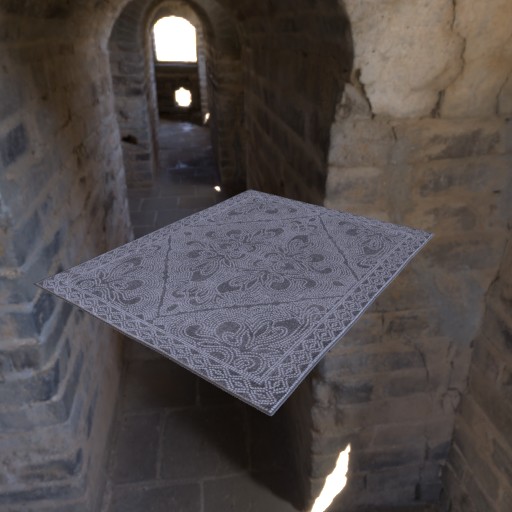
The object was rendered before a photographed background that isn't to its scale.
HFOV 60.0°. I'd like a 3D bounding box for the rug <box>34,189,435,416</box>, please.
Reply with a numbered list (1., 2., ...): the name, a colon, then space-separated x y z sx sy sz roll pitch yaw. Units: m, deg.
1. rug: 0.000 0.000 4.167 2.438 0.012 3.048 19 33 32
